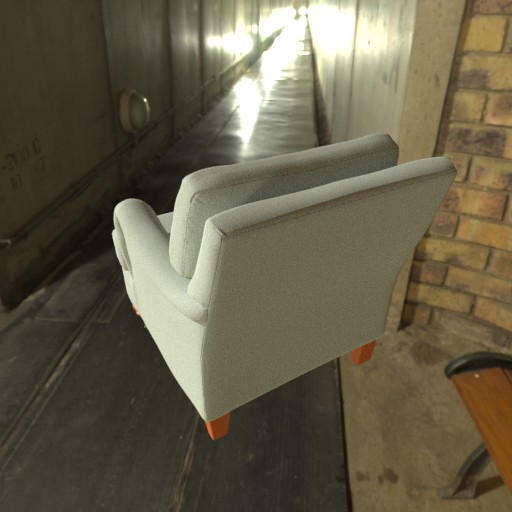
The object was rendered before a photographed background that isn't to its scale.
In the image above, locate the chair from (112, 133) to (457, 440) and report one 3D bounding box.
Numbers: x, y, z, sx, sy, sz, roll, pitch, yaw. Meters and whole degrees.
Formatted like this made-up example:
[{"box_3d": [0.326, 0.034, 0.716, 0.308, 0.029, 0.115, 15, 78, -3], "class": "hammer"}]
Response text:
[{"box_3d": [0.000, 0.000, 1.831, 0.955, 1.038, 1.070, -18, 35, -27], "class": "chair"}]
